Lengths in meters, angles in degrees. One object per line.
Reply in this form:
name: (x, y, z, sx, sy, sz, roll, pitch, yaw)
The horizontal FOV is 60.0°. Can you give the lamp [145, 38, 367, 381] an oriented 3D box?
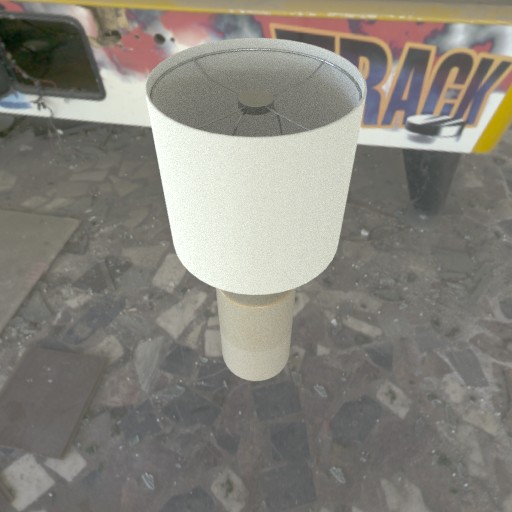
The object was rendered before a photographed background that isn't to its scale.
lamp: (0.000, 0.000, 0.606, 0.212, 0.493, 0.212, -34, 55, -28)
